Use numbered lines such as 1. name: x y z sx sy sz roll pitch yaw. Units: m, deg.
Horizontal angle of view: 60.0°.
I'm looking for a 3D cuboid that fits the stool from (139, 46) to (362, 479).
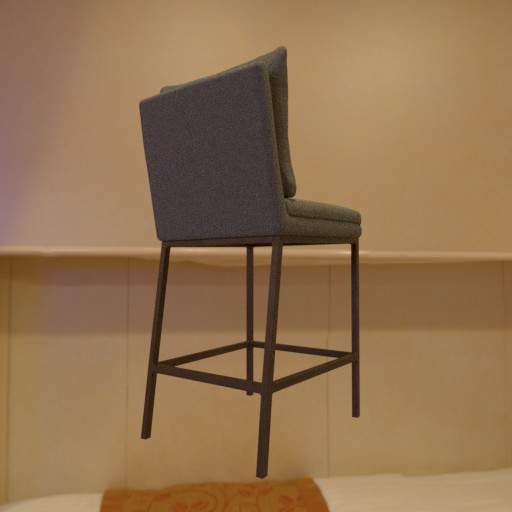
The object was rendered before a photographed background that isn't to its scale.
1. stool: 0.000 0.000 1.358 0.463 1.031 0.569 -1 -2 36
